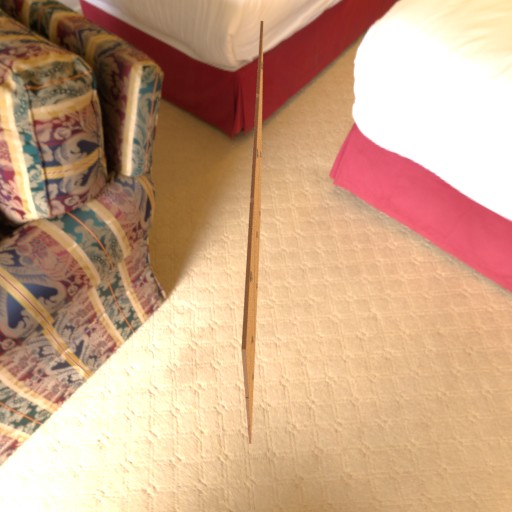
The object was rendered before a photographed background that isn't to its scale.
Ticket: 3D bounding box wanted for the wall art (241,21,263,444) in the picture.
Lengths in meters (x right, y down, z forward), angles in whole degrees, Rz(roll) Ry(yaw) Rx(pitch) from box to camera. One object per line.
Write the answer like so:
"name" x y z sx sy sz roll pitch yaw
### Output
"wall art" 0.000 0.000 2.236 0.019 1.532 1.533 2 58 1
